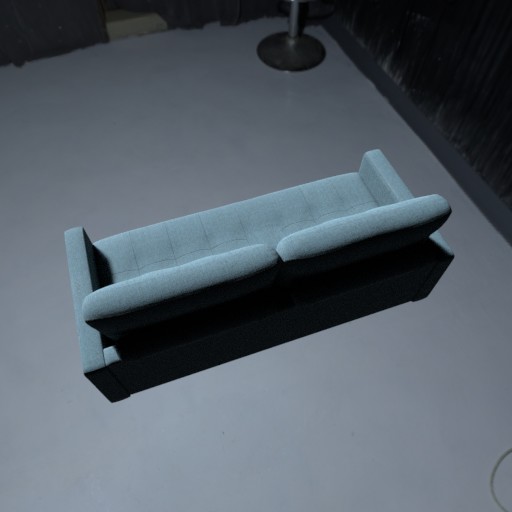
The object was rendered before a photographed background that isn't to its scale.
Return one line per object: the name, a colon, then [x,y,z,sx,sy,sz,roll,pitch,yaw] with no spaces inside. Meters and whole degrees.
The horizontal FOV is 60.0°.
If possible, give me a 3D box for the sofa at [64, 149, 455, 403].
sofa: [0.000,0.000,2.575,2.010,1.050,0.966,-16,58,-10]
